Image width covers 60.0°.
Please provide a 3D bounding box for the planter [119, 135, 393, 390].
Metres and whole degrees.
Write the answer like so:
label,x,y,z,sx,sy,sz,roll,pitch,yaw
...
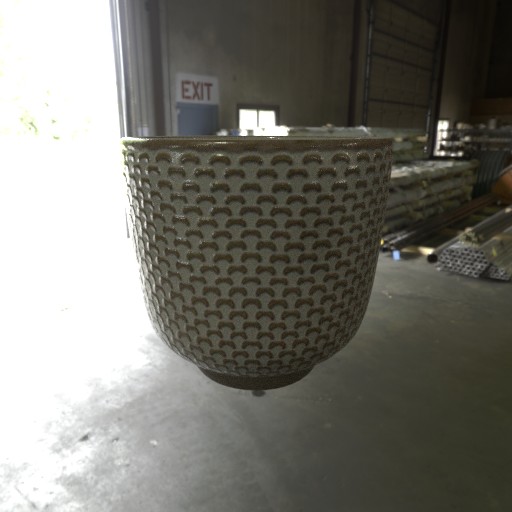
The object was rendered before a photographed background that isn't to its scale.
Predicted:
label,x,y,z,sx,sy,sz,roll,pitch,yaw
planter,0.000,0.000,0.250,0.139,0.130,0.139,0,16,0
